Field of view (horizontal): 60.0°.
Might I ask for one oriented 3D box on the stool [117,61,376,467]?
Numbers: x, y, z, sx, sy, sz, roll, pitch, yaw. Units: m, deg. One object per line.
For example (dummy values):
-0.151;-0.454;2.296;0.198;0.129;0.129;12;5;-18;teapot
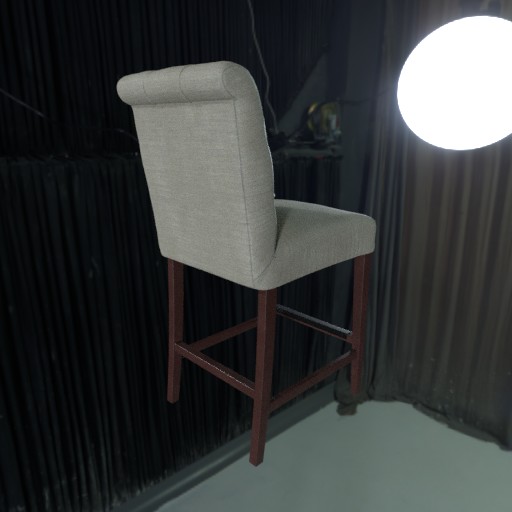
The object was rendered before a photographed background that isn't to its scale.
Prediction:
0.000;0.000;1.433;0.660;1.084;0.486;-16;23;-42;stool
